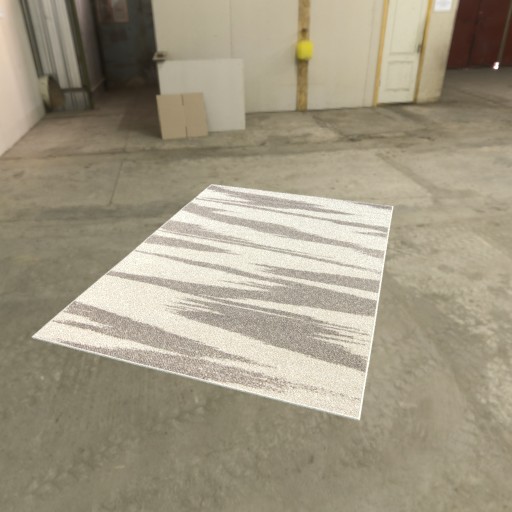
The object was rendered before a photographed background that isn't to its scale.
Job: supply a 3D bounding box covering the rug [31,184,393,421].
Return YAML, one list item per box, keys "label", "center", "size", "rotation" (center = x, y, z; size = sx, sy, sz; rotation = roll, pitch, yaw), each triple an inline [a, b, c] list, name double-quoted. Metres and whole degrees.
- label: "rug"
  center: [0.000, 0.000, 2.755]
  size: [1.533, 0.010, 2.142]
  rotation: [9, 31, 16]
